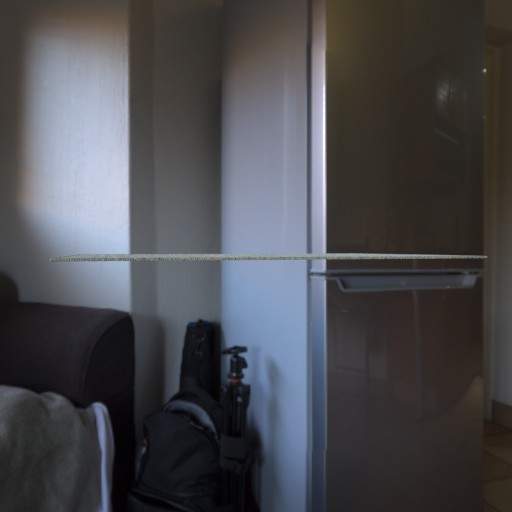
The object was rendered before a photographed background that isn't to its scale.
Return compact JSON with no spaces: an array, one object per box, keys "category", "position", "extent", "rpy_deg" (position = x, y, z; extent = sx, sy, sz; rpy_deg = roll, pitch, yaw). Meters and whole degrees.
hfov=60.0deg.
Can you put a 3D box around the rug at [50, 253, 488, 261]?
[{"category":"rug","position":[0.000,0.000,2.911],"extent":[2.283,0.013,1.547],"rpy_deg":[0,1,-18]}]
